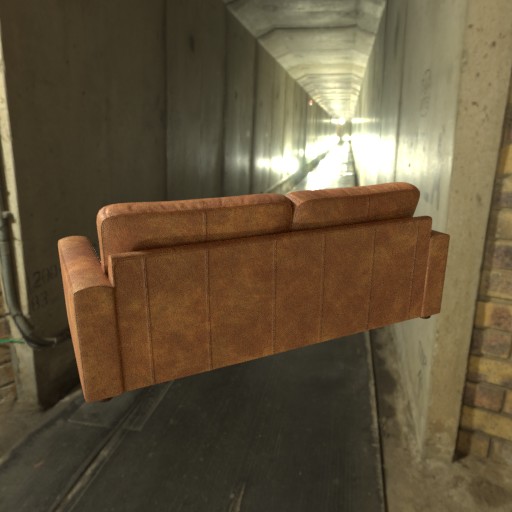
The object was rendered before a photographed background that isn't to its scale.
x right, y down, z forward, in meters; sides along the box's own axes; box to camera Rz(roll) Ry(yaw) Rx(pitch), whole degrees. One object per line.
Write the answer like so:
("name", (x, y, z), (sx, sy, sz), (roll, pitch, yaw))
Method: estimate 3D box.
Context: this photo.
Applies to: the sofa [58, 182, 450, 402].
("sofa", (0.000, 0.000, 2.732), (2.179, 0.873, 1.016), (-8, 19, -25))
